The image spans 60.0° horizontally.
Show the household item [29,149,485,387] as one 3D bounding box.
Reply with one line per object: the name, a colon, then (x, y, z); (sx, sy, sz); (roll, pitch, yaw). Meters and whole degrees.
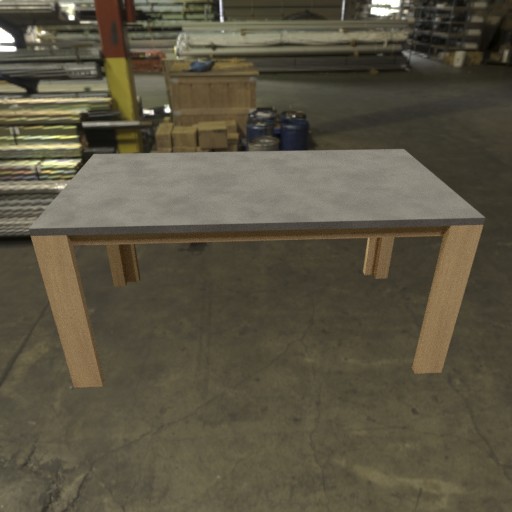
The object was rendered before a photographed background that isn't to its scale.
household item: (0.000, 0.000, 2.106); (1.600, 0.755, 0.850); (-2, 30, -3)
